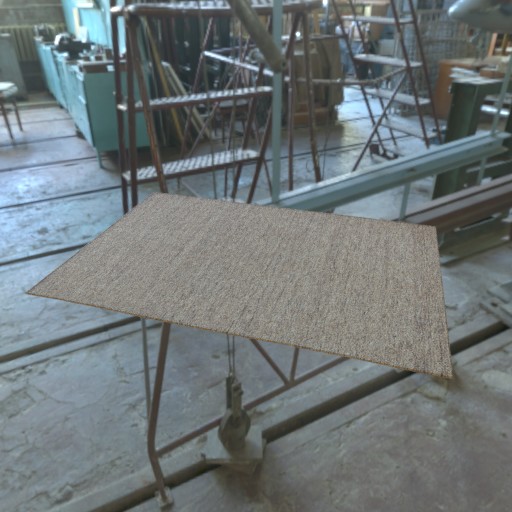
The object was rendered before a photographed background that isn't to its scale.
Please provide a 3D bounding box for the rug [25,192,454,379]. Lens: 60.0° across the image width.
[{"bbox_3d":[0.000,0.000,2.878,2.283,0.013,1.547,9,32,14],"label":"rug"}]
